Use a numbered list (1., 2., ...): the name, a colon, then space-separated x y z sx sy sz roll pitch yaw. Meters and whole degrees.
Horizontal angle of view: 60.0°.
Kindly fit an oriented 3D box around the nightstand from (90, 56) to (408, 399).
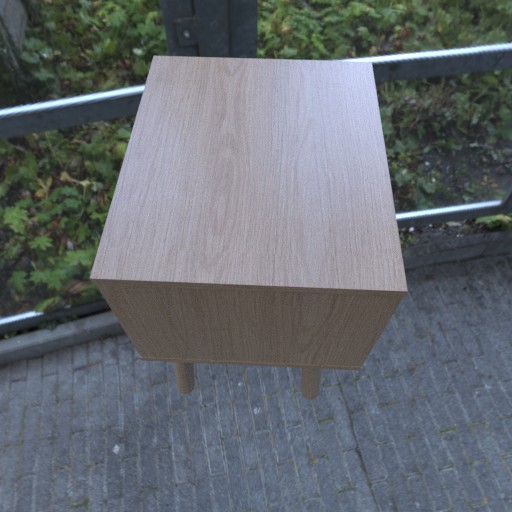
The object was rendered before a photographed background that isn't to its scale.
1. nightstand: 0.000 0.000 0.890 0.380 0.571 0.450 2 57 1
